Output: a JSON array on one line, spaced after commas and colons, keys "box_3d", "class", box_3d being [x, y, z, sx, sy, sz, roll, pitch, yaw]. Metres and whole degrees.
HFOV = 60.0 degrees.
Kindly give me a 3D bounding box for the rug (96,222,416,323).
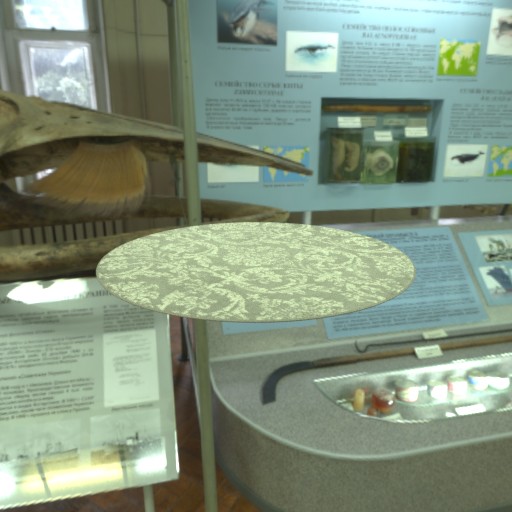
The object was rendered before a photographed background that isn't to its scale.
[{"box_3d": [0.000, 0.000, 2.333, 1.593, 0.012, 1.593, 0, 17, 0], "class": "rug"}]
